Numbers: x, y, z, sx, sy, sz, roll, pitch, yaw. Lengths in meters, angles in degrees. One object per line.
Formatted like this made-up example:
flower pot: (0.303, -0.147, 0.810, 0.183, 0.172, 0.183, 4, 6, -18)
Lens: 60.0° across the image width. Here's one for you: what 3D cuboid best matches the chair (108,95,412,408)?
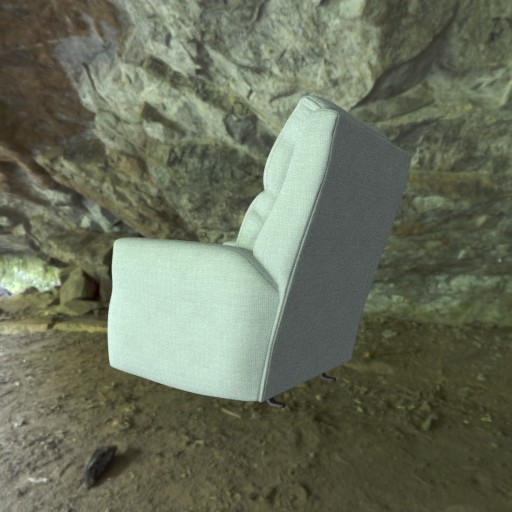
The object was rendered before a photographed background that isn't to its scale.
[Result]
chair: (0.000, 0.000, 1.831, 1.080, 1.030, 0.829, 0, 1, 36)
